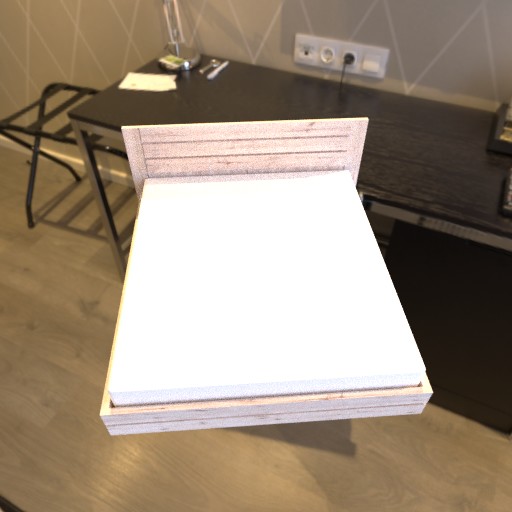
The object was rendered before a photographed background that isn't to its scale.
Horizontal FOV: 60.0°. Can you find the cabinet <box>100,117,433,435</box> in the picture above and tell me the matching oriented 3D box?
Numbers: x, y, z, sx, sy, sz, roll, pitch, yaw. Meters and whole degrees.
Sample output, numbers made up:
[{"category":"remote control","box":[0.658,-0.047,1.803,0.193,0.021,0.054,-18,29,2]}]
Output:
[{"category":"cabinet","box":[0.000,0.000,3.111,1.950,0.970,2.080,-3,45,-3]}]
